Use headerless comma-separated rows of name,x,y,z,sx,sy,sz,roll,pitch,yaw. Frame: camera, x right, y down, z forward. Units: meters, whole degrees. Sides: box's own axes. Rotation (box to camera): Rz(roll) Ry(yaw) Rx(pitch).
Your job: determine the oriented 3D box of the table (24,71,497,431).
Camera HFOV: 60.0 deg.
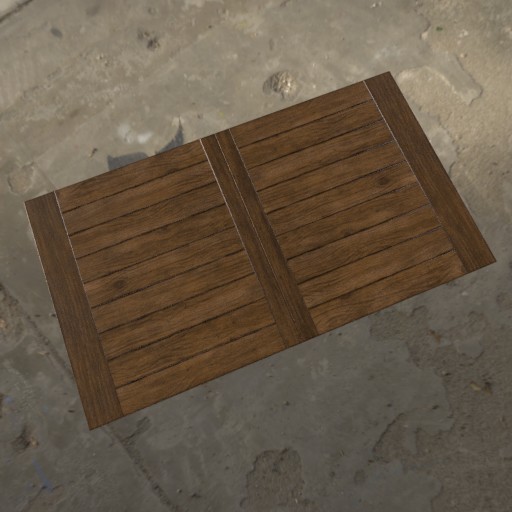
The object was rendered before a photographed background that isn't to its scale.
table,0.000,0.000,2.118,1.641,0.757,0.931,-21,76,-6
